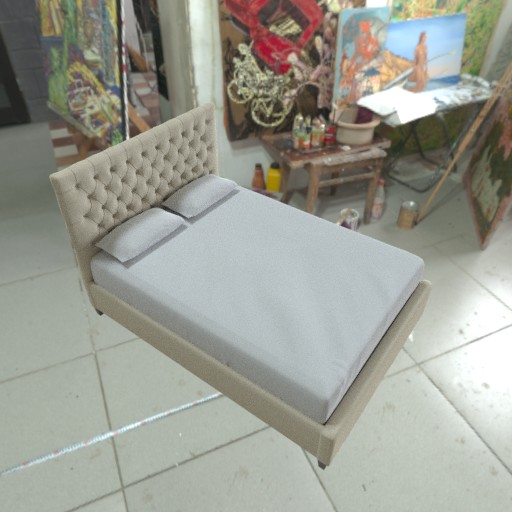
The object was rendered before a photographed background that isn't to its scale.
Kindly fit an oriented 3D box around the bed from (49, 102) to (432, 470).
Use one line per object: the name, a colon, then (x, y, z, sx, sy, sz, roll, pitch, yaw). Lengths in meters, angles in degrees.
bed: (0.000, 0.000, 3.486, 2.387, 1.427, 1.698, 26, 46, 27)
